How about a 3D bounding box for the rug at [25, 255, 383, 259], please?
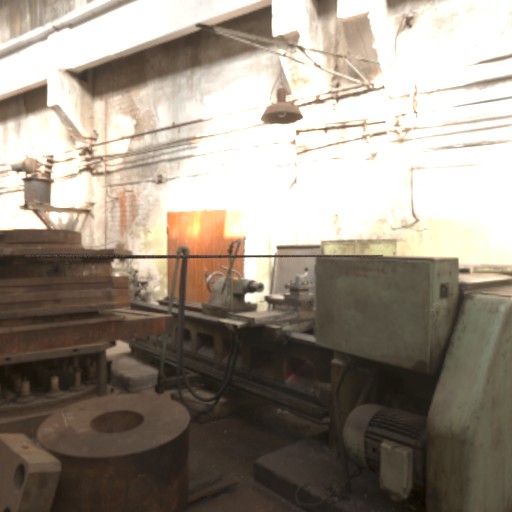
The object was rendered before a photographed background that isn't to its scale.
[{"bbox_3d":[0.000,0.000,2.538,0.691,0.011,2.296,0,0,35],"label":"rug"}]
